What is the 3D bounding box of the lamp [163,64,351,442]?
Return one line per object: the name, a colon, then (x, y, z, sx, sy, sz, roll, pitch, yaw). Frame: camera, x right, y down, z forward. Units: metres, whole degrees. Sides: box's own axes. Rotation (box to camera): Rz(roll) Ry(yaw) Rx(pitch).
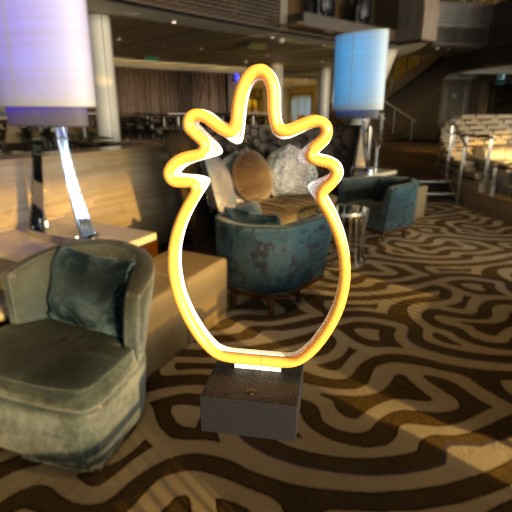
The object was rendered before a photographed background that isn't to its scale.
lamp: (0.000, 0.000, 0.396, 0.167, 0.317, 0.088, 3, 18, 9)
